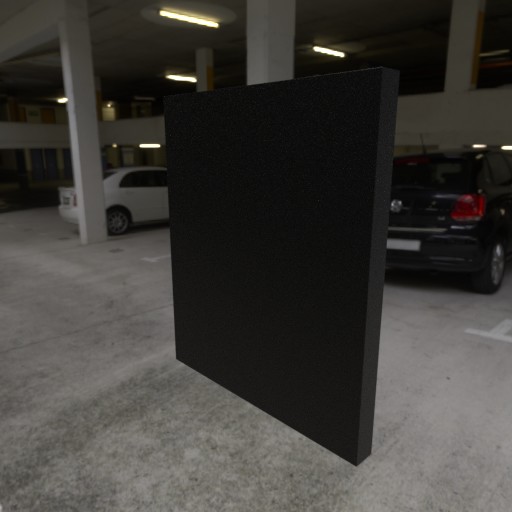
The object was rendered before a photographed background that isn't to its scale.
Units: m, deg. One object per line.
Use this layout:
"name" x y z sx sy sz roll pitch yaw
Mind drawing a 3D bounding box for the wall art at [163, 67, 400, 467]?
"wall art" 0.000 0.000 0.529 0.028 0.380 0.325 -13 19 -42
